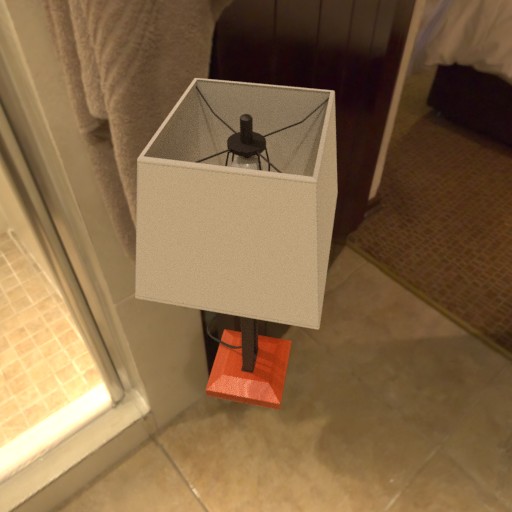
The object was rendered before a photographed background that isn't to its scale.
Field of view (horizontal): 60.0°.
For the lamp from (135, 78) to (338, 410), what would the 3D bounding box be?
[{"bbox_3d":[0.000,0.000,0.970,0.310,0.737,0.498,9,46,8],"label":"lamp"}]
